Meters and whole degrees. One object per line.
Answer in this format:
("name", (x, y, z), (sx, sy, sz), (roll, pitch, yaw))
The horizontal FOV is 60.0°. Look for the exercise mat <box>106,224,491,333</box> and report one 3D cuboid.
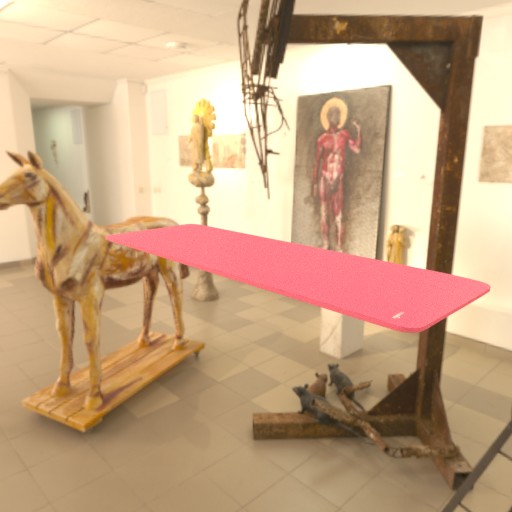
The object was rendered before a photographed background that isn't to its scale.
("exercise mat", (0.000, 0.000, 2.072), (0.616, 0.021, 1.884), (-13, 19, -43))
